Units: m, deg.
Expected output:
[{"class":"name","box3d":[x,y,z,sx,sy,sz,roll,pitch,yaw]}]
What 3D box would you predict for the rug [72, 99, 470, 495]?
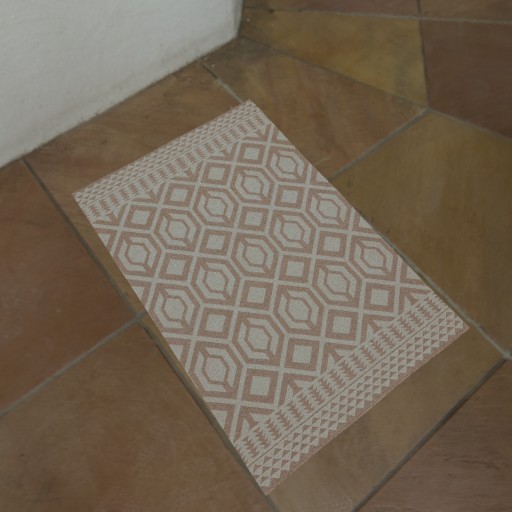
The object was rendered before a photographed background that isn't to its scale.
[{"class":"rug","box3d":[0.000,0.000,2.306,1.219,0.008,1.829,-33,68,-15]}]
